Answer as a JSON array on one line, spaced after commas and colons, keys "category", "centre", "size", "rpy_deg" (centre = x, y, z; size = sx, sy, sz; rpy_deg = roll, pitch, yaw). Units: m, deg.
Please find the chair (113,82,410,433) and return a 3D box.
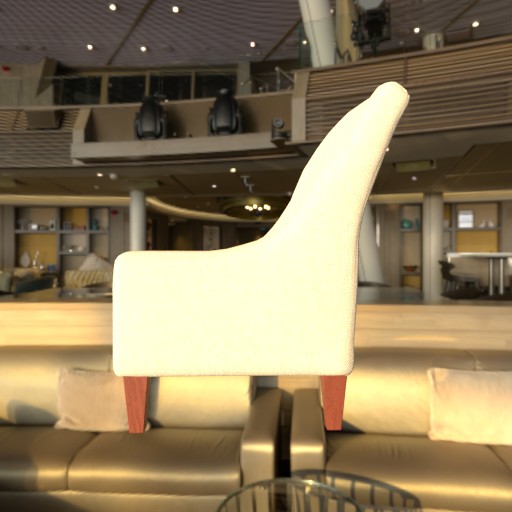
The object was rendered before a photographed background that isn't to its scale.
[{"category": "chair", "centre": [0.000, 0.000, 1.631], "size": [0.870, 1.014, 0.774], "rpy_deg": [0, 0, -2]}]
